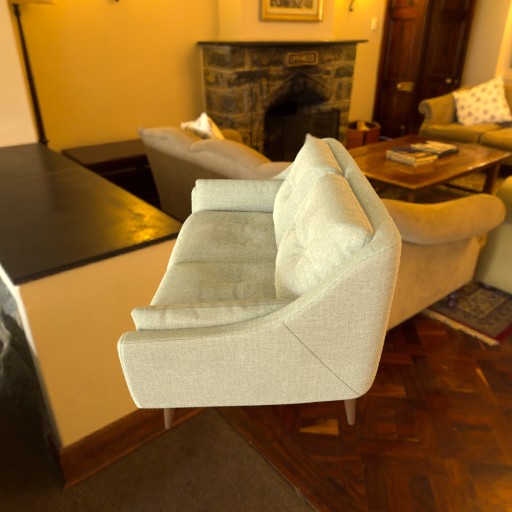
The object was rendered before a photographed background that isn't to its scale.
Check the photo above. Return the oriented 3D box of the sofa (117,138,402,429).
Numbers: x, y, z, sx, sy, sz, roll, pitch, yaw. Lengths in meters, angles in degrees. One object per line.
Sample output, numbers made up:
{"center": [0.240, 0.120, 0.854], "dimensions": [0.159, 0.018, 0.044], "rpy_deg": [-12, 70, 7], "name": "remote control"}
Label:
{"center": [0.000, 0.000, 2.195], "dimensions": [0.965, 0.888, 1.652], "rpy_deg": [1, 27, 1], "name": "sofa"}
